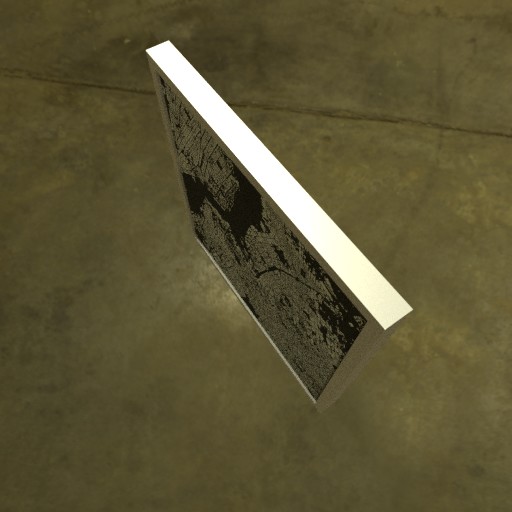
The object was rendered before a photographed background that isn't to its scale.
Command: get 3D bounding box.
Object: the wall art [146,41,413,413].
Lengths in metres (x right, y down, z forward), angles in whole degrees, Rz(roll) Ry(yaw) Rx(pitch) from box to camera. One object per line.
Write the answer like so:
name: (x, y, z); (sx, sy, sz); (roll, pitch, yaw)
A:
wall art: (0.000, 0.000, 0.763); (0.038, 0.506, 0.506); (-31, 66, -16)
